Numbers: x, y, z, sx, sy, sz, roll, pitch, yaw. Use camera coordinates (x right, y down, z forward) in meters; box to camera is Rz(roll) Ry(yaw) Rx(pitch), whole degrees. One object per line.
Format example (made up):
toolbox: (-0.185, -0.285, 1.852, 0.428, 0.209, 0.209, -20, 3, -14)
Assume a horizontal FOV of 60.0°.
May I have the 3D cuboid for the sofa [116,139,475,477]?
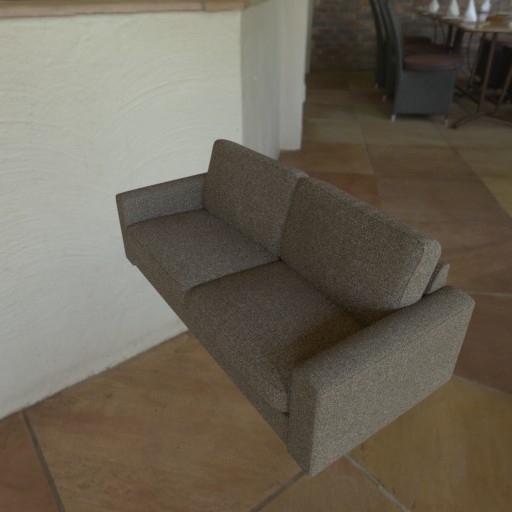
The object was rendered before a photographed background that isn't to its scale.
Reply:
sofa: (0.000, 0.000, 2.655, 1.016, 0.873, 2.179, -20, 37, -29)
